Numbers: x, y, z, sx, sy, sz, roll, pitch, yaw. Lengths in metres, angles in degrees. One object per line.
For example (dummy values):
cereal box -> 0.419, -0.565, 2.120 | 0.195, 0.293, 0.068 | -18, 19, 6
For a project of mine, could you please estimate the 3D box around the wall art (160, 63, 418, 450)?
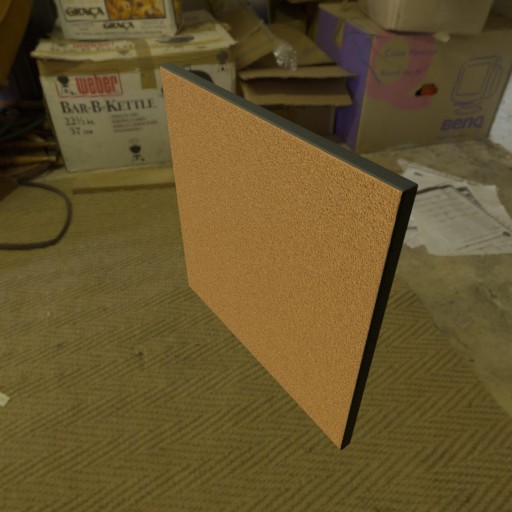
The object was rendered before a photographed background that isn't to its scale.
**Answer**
wall art -> 0.000, 0.000, 0.672 | 0.022, 0.453, 0.456 | -25, 46, -28
